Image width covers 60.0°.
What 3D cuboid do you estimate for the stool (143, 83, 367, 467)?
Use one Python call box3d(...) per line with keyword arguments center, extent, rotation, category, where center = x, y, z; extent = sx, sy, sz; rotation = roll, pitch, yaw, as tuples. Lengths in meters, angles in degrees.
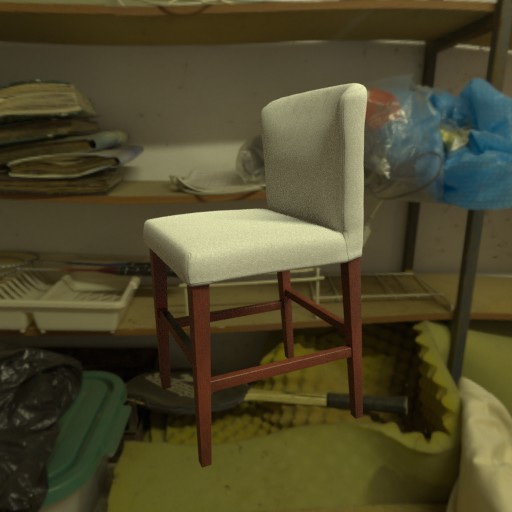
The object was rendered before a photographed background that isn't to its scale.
box3d(center=(0.000, 0.000, 1.312), extent=(0.568, 0.968, 0.479), rotation=(-7, 16, -25), category="stool")
